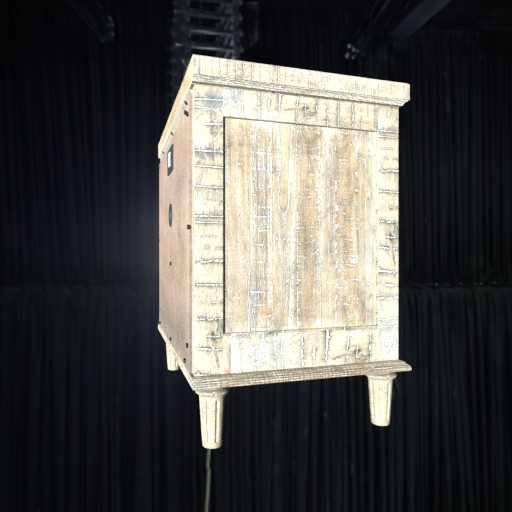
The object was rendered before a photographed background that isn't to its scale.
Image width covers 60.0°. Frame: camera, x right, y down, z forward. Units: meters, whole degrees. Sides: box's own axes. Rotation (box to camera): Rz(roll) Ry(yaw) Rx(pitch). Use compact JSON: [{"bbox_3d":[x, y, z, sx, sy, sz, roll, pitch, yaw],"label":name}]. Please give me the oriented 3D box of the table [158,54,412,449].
[{"bbox_3d":[0.000,0.000,1.171,0.457,0.711,0.686,0,0,-17],"label":"table"}]
